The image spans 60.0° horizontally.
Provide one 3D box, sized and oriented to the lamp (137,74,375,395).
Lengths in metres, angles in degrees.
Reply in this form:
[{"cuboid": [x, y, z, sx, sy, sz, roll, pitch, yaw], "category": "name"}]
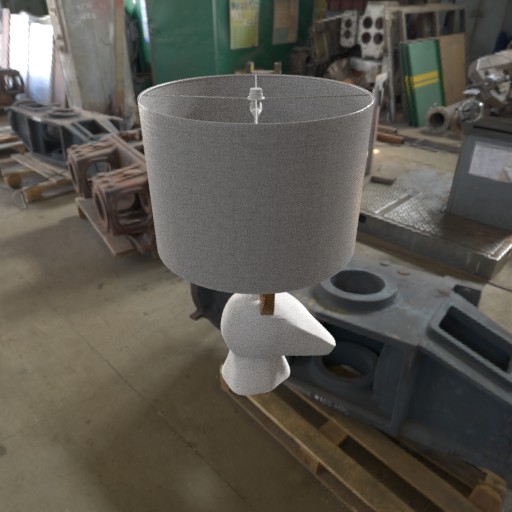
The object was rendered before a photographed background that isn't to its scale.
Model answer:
[{"cuboid": [0.000, 0.000, 0.700, 0.298, 0.503, 0.298, 0, 31, 0], "category": "lamp"}]
